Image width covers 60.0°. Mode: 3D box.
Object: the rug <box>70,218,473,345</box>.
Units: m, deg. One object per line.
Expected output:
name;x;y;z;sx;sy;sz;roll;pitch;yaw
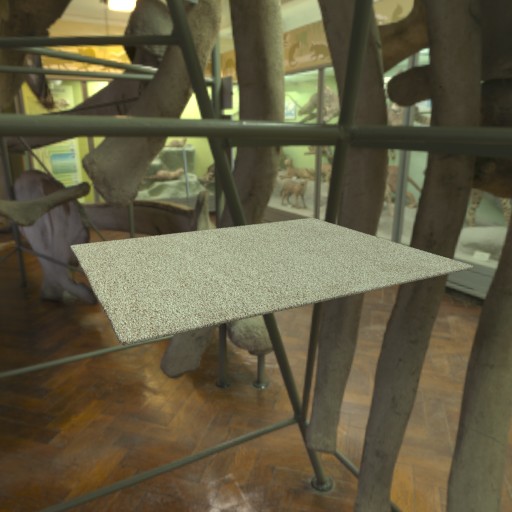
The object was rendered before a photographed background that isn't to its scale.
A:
rug;0.000;0.000;4.228;3.047;0.029;2.438;-9;18;-27
